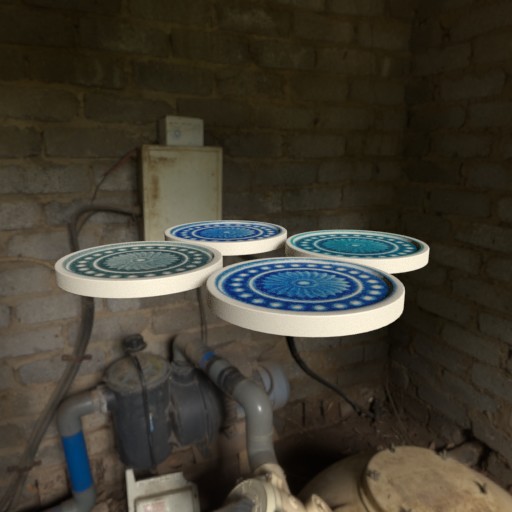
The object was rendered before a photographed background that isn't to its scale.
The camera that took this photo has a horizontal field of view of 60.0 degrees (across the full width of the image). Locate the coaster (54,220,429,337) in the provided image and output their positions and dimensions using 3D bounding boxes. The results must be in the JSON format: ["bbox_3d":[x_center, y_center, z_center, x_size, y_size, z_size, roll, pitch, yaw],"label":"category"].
[{"bbox_3d":[0.000,0.000,0.323,0.224,0.010,0.220,7,16,26],"label":"coaster"}]
